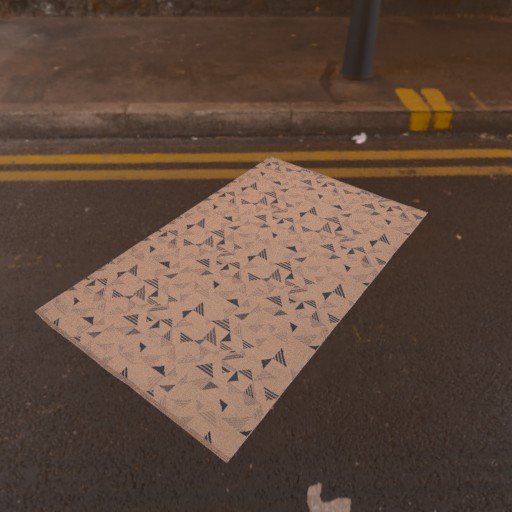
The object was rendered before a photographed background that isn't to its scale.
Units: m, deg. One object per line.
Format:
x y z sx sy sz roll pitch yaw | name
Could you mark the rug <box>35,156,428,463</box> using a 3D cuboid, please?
0.000 0.000 3.068 1.512 0.009 2.457 26 47 27 | rug
